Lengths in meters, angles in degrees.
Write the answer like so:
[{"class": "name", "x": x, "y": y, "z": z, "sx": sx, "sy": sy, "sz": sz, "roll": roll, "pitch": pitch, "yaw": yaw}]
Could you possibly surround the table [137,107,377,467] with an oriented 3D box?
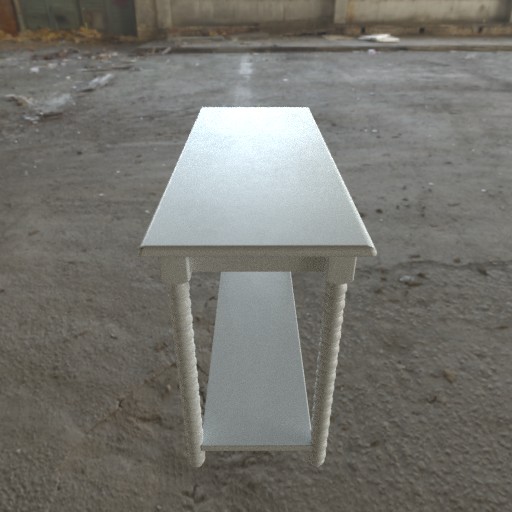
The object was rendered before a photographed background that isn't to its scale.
[{"class": "table", "x": 0.000, "y": 0.000, "z": 1.530, "sx": 0.459, "sy": 0.740, "sz": 1.184, "roll": 0, "pitch": 31, "yaw": 0}]
